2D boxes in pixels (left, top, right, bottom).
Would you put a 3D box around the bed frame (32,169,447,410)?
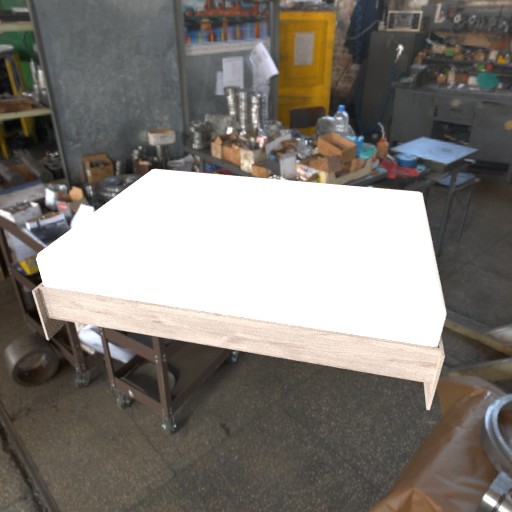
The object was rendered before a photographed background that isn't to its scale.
[{"bbox_3d":[0.000,0.000,2.650,1.945,0.497,1.445,7,31,12],"label":"bed frame"}]
